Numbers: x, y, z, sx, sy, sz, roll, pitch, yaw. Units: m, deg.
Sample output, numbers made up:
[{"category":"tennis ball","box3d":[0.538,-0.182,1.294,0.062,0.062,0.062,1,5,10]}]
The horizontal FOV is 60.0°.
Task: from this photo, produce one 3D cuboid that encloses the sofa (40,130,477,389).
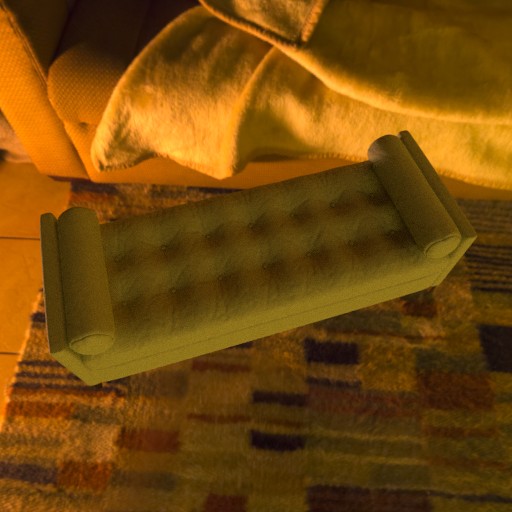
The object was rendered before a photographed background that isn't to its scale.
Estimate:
[{"category":"sofa","box3d":[0.000,0.000,2.476,2.102,0.705,0.796,-15,61,-8]}]
